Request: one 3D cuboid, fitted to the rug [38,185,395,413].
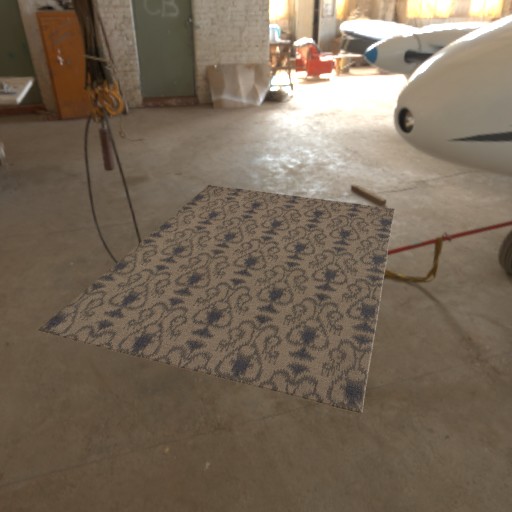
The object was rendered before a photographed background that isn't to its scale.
[{"bbox_3d":[0.000,0.000,4.335,2.437,0.015,3.205,10,32,16],"label":"rug"}]
